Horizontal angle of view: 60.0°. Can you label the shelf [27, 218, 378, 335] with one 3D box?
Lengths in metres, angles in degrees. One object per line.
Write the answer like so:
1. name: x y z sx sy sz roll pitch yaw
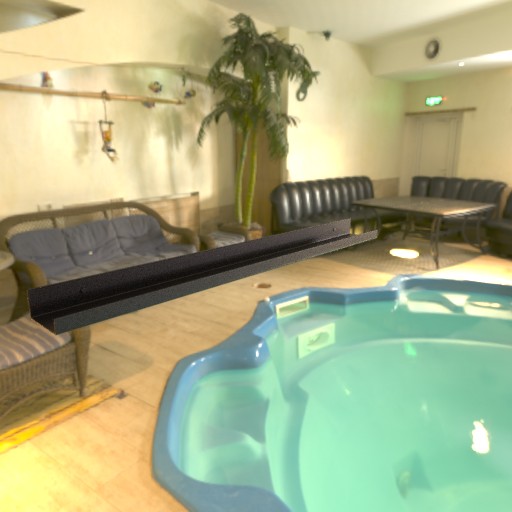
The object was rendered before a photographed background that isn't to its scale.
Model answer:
1. shelf: 0.000 0.000 0.978 0.092 0.049 0.924 13 19 42
